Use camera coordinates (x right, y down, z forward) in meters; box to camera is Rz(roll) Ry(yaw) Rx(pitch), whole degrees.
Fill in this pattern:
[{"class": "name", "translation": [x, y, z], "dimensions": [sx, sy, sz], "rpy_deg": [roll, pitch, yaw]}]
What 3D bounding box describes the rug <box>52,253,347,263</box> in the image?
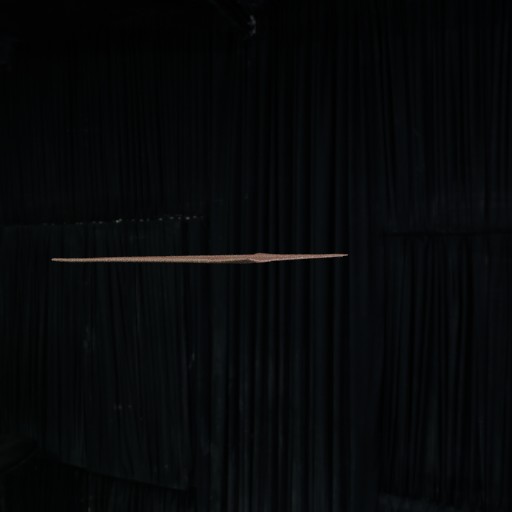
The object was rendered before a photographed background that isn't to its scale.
[{"class": "rug", "translation": [0.000, 0.000, 2.686], "dimensions": [0.799, 0.030, 2.444], "rpy_deg": [0, 1, 19]}]
